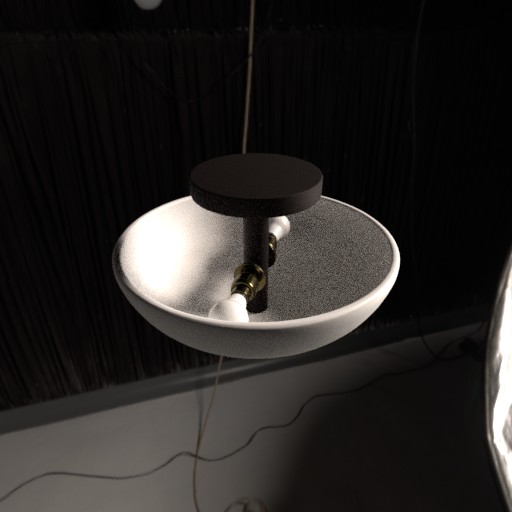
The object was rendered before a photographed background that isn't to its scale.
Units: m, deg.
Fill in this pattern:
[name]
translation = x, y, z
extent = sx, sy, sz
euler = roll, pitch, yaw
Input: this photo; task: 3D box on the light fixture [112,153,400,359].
[light fixture]
translation = 0.000, 0.000, 0.540
extent = 0.331, 0.212, 0.331
euler = 0, 30, 0
